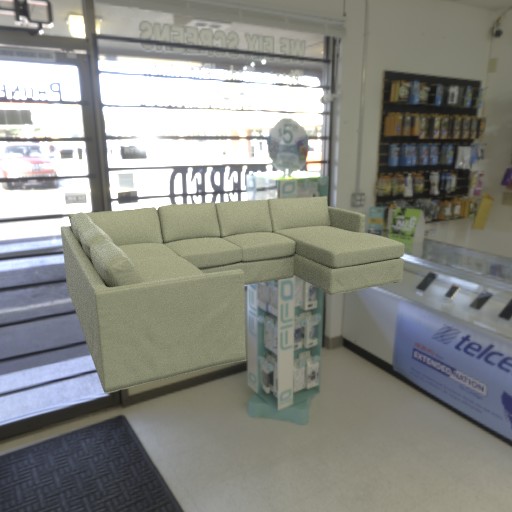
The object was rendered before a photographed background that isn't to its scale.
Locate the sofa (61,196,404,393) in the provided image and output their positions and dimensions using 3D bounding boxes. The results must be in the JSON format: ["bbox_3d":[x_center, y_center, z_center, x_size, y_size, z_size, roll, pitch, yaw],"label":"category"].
[{"bbox_3d":[0.000,0.000,4.529,3.460,0.882,2.427,-8,16,-27],"label":"sofa"}]
